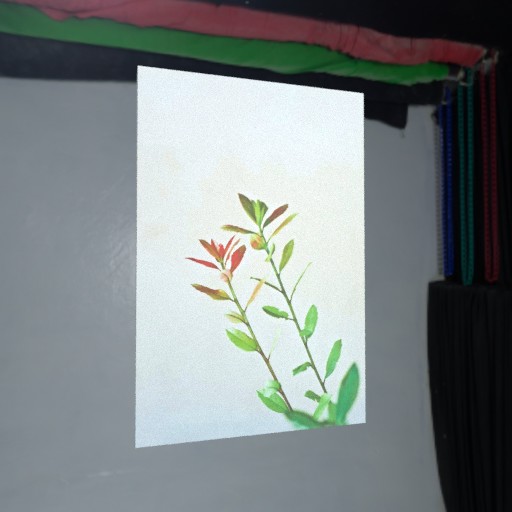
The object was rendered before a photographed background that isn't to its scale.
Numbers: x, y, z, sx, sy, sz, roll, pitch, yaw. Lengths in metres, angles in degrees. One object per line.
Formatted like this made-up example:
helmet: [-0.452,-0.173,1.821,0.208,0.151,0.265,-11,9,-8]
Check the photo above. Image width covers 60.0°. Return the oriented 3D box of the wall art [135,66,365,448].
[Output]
wall art: [0.000,0.000,0.782,0.408,0.611,0.038,0,-2,-16]
